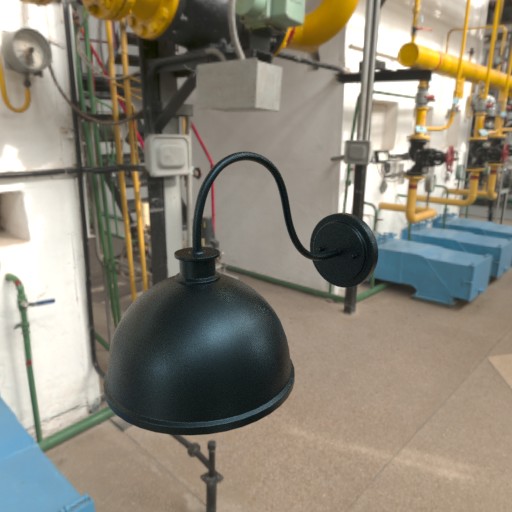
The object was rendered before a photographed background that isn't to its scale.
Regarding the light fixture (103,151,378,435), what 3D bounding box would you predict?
[{"bbox_3d":[0.000,0.000,0.639,0.253,0.295,0.467,14,21,42],"label":"light fixture"}]
